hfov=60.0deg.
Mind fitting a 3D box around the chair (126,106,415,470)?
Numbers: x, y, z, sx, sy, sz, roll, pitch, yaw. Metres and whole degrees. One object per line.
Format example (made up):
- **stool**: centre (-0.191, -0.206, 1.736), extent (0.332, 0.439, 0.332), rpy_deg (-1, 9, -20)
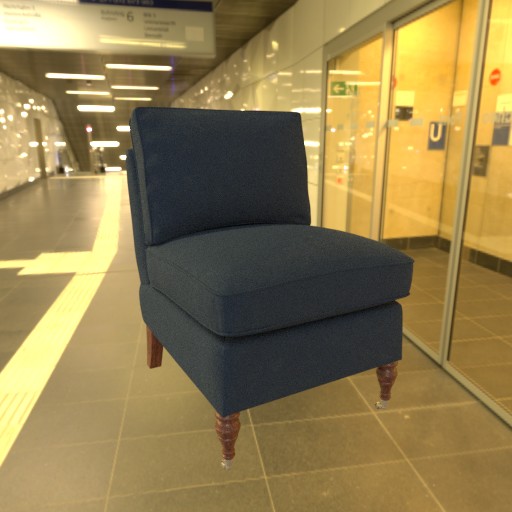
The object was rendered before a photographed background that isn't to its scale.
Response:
- **chair**: centre (0.000, 0.000, 1.625), extent (0.724, 1.052, 0.912), rpy_deg (-8, 17, -28)
